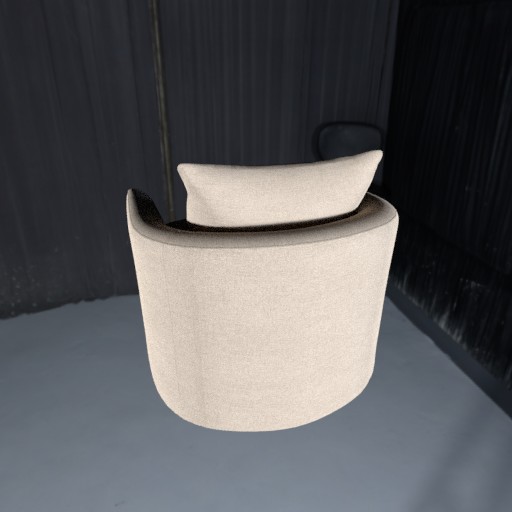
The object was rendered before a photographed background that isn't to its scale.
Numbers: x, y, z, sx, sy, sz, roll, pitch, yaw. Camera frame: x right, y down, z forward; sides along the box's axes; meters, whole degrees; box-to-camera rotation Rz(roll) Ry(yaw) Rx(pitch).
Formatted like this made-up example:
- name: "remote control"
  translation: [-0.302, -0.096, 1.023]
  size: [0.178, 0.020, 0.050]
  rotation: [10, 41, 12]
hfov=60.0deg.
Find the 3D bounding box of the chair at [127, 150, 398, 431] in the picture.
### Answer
- name: "chair"
  translation: [0.000, 0.000, 1.587]
  size: [0.845, 0.848, 0.910]
  rotation: [-8, 28, -14]
